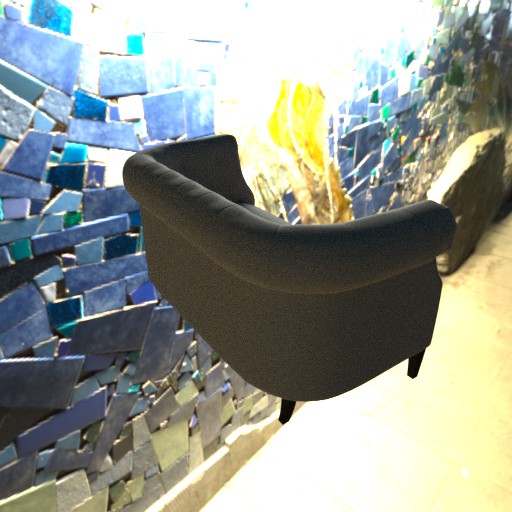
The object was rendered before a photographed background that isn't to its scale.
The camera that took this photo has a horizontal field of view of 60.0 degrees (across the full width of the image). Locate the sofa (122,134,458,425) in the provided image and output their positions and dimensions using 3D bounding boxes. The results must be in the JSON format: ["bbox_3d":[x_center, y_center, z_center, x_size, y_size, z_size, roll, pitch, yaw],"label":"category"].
[{"bbox_3d":[0.000,0.000,2.054,0.835,0.827,1.558,-17,32,-31],"label":"sofa"}]
